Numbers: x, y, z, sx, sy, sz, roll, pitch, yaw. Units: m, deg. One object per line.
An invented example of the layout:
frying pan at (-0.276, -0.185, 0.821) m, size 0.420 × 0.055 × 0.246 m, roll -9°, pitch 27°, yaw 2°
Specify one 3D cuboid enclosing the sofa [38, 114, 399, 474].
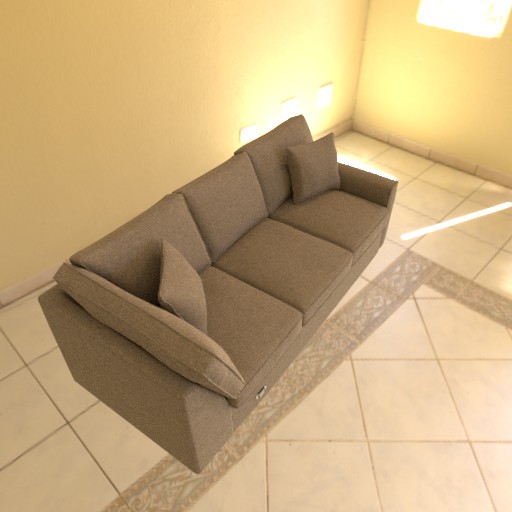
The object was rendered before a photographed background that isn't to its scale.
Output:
sofa at (0.000, 0.000, 2.853) m, size 1.061 × 0.962 × 2.317 m, roll 25°, pitch 46°, yaw 26°
